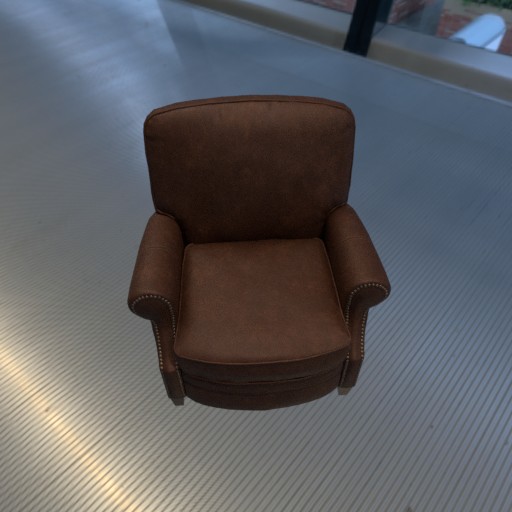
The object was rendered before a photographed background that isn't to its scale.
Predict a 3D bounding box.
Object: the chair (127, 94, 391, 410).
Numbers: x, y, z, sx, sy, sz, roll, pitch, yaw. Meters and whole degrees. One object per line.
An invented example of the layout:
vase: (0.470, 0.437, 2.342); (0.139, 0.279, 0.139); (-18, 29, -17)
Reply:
chair: (0.000, 0.000, 1.793); (0.936, 1.018, 0.986); (-3, 47, -3)
